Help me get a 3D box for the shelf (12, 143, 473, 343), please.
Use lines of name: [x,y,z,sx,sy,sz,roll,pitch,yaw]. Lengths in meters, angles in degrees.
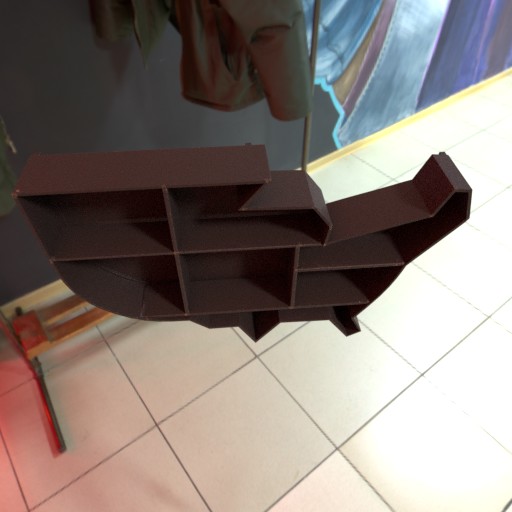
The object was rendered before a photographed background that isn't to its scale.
shelf: [0.000,0.000,0.866,0.729,0.439,0.112,-3,46,-3]
